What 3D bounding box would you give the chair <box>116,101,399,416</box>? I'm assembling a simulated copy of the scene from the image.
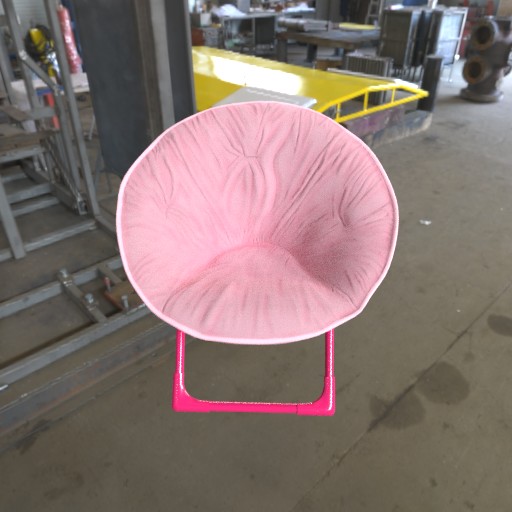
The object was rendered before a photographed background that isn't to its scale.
[{"bbox_3d":[0.000,0.000,0.886,0.522,0.494,0.459,1,33,2],"label":"chair"}]
